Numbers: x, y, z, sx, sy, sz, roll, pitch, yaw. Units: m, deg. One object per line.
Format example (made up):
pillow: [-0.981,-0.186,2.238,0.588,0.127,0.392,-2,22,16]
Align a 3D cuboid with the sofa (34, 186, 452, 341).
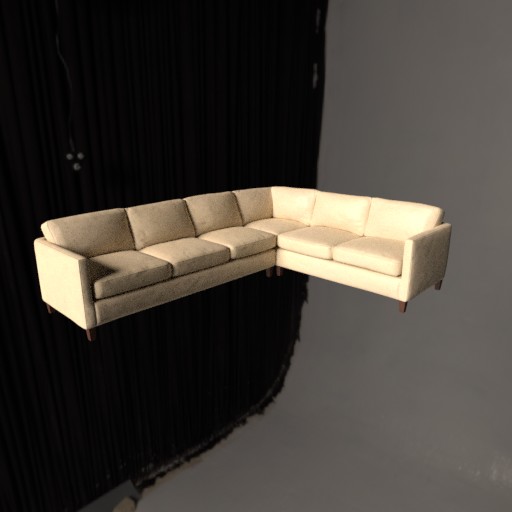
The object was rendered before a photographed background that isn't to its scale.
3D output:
sofa: [0.000,0.000,4.391,2.593,0.947,3.302,15,23,42]
